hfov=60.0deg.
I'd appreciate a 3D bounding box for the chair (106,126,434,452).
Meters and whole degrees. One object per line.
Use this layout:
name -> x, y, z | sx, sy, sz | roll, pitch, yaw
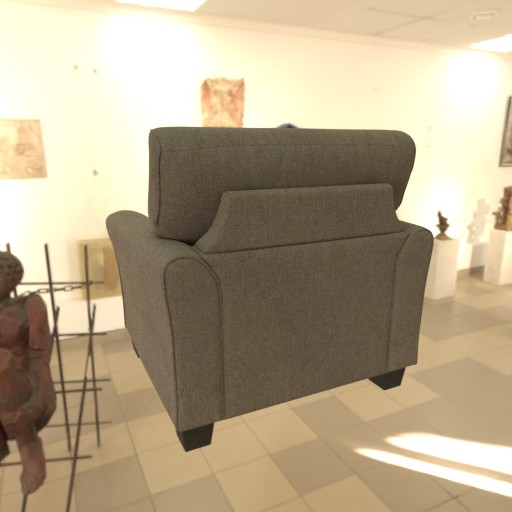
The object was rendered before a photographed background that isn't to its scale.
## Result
chair -> 0.000, 0.000, 1.628 | 0.941, 0.890, 0.816 | -7, 16, -25
